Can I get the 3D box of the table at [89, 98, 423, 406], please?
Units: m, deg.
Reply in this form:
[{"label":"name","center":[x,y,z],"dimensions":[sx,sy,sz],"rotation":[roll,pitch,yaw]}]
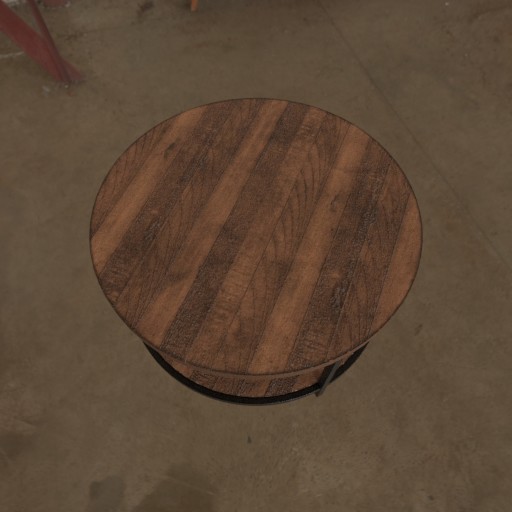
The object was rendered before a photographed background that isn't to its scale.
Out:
[{"label":"table","center":[0.000,0.000,1.331],"dimensions":[0.837,0.462,0.837],"rotation":[0,60,0]}]
